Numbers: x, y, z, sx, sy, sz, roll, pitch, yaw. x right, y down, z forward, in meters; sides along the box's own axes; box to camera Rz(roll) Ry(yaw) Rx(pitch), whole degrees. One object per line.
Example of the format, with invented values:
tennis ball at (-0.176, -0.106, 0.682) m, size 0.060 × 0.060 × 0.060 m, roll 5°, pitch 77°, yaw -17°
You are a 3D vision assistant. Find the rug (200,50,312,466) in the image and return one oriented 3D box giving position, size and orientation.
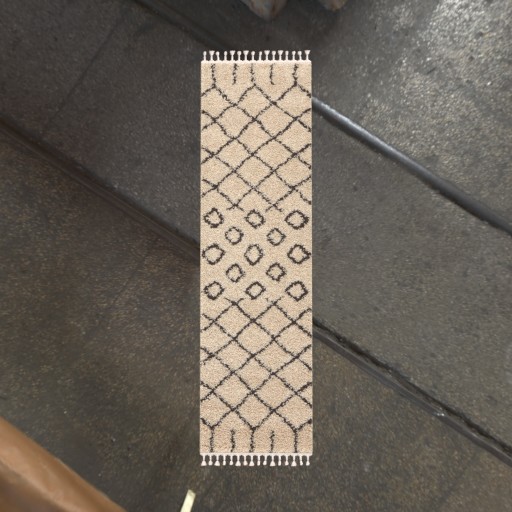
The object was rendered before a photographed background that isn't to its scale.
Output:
rug at (0.000, 0.000, 2.628) m, size 0.660 × 0.005 × 2.464 m, roll 0°, pitch 89°, yaw 1°
